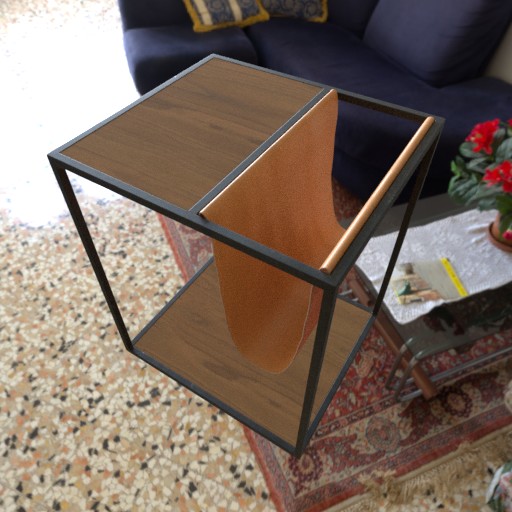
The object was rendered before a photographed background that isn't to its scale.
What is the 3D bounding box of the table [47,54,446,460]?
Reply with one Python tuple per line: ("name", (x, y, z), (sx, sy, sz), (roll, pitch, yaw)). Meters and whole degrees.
("table", (0.000, 0.000, 0.852), (0.450, 0.536, 0.399), (25, 52, 21))
